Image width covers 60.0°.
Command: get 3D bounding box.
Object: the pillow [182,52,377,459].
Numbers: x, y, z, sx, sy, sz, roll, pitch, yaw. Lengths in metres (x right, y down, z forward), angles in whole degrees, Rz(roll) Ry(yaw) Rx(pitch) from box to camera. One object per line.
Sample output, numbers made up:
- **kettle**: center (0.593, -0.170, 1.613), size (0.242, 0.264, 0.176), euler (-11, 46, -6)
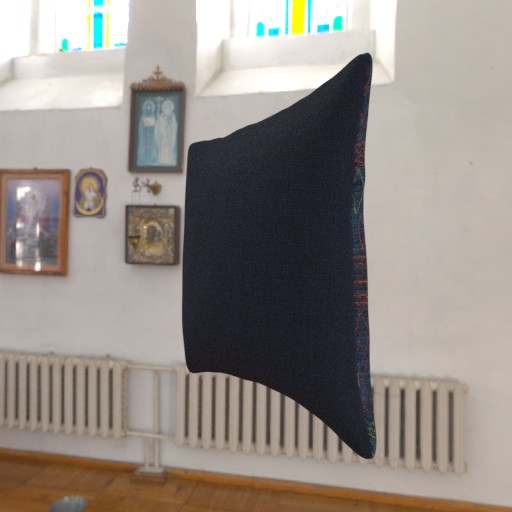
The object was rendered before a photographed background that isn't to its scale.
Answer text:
- **pillow**: center (0.000, 0.000, 0.642), size (0.141, 0.431, 0.431), euler (0, -1, -34)
